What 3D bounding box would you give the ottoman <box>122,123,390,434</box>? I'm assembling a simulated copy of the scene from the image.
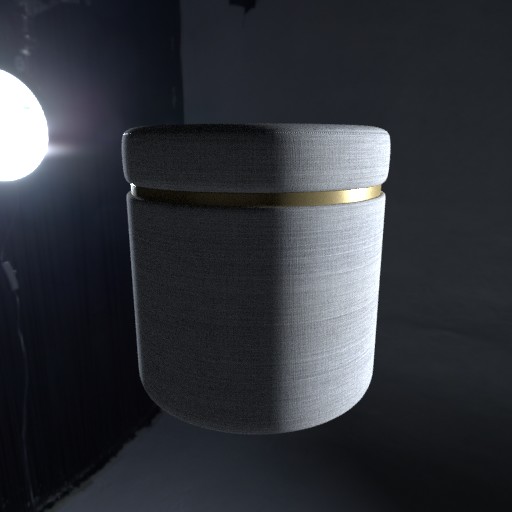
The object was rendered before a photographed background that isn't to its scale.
[{"bbox_3d":[0.000,0.000,0.731,0.400,0.406,0.400,0,14,0],"label":"ottoman"}]
